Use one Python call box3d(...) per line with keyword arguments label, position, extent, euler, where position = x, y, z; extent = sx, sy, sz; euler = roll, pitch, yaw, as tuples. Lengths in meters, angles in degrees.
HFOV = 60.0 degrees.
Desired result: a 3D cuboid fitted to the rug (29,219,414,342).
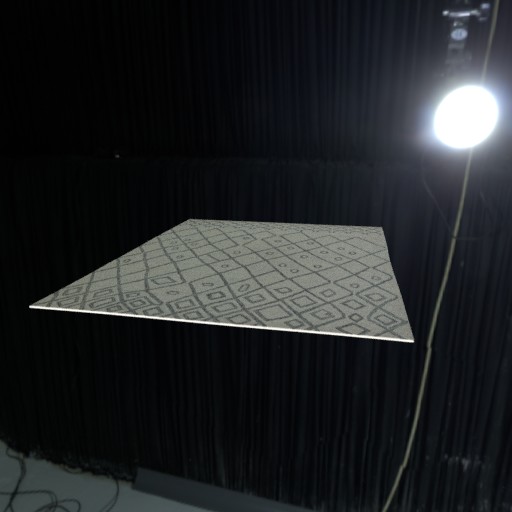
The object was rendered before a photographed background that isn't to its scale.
box3d(label="rug", position=(0.000, 0.000, 4.137), extent=(2.446, 0.015, 3.046), euler=(3, 16, 12))
